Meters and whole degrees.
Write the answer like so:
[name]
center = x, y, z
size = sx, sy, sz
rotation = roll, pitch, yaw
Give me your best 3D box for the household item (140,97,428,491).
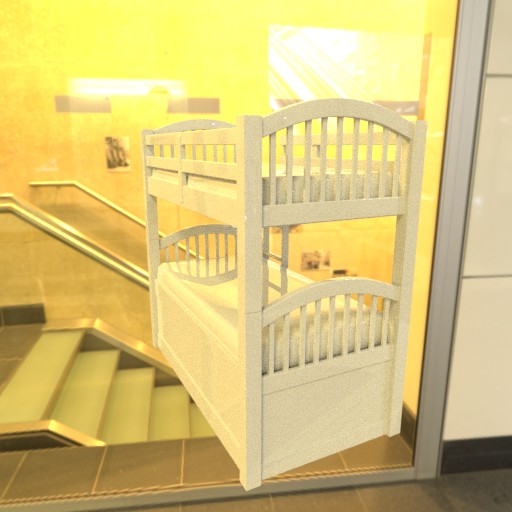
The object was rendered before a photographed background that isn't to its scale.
[household item]
center = 0.000, 0.000, 3.269
size = 1.143, 2.032, 2.032
rotation = -7, 16, -26
